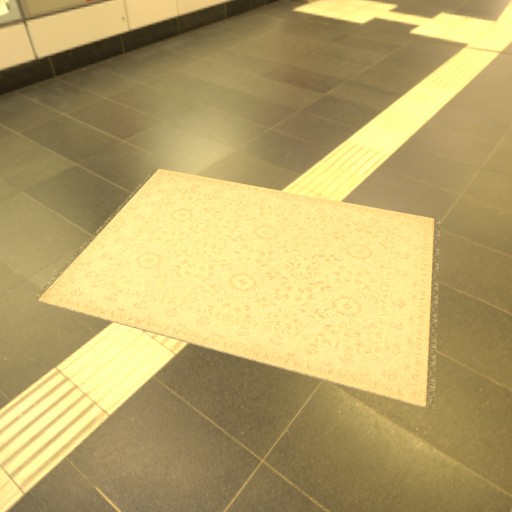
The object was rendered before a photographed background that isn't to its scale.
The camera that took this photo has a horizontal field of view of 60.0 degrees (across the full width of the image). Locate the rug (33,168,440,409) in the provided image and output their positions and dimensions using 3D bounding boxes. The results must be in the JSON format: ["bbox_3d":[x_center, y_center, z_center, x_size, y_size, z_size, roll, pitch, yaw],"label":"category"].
[{"bbox_3d":[0.000,0.000,2.843,2.233,0.011,1.514,12,44,13],"label":"rug"}]
